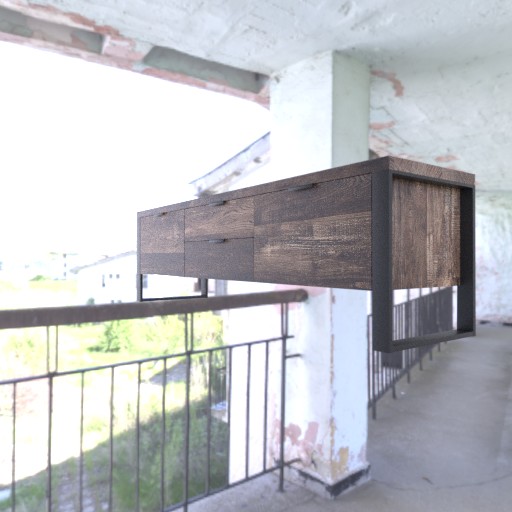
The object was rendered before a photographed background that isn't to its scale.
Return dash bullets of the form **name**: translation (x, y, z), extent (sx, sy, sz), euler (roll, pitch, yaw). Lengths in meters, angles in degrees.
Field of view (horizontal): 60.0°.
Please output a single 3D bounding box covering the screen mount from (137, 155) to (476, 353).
- **screen mount**: translation (0.000, 0.000, 1.730), extent (0.395, 0.450, 1.524), euler (0, 0, -36)
